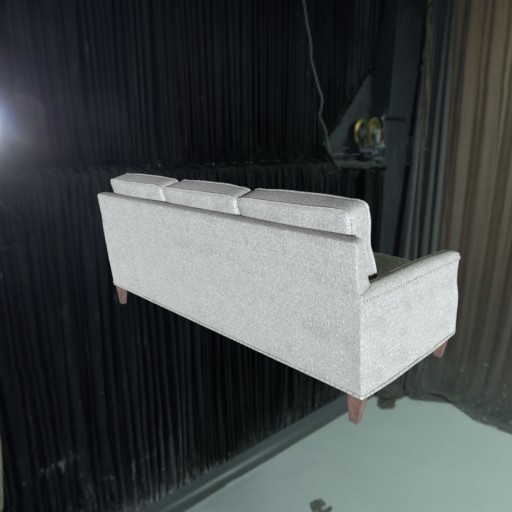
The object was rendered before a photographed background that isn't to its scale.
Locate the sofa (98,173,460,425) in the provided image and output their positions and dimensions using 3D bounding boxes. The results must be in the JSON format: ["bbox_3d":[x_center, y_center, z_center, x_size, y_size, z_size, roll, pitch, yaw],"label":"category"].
[{"bbox_3d":[0.000,0.000,2.883,2.246,1.003,1.084,15,21,43],"label":"sofa"}]
